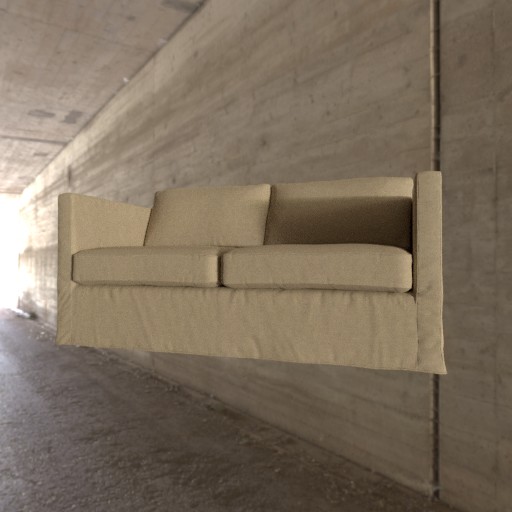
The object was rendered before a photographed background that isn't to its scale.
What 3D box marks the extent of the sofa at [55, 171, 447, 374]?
[{"bbox_3d":[0.000,0.000,2.243,1.719,0.835,0.962,0,0,19],"label":"sofa"}]
